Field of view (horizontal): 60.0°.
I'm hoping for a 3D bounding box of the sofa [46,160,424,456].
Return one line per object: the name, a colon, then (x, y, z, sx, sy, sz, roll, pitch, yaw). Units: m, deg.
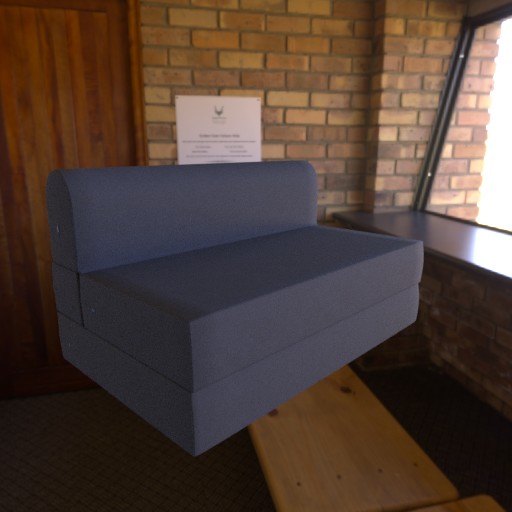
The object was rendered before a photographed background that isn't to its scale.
sofa: (0.000, 0.000, 1.651, 0.762, 0.660, 1.219, 13, 19, 43)
